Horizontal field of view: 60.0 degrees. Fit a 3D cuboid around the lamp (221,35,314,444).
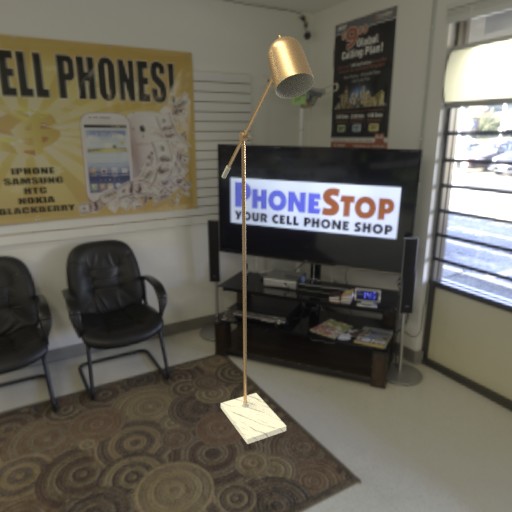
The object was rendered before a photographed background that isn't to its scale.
[{"bbox_3d":[0.000,0.000,1.820,0.194,1.594,0.653,-8,17,-26],"label":"lamp"}]
